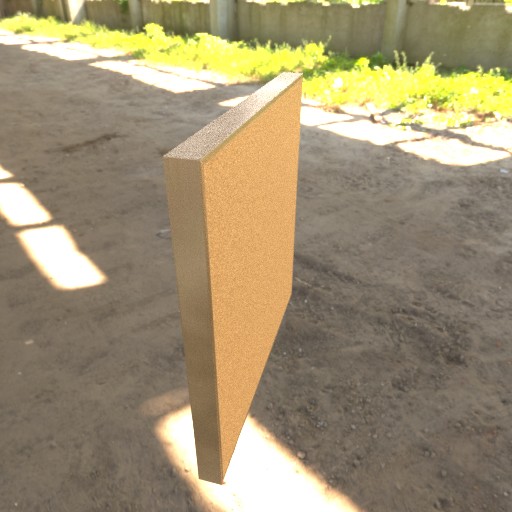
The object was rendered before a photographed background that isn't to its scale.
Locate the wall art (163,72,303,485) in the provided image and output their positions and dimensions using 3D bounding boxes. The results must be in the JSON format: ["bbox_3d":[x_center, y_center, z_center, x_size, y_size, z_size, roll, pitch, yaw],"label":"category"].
[{"bbox_3d":[0.000,0.000,0.757,0.038,0.511,0.513,8,32,14],"label":"wall art"}]
